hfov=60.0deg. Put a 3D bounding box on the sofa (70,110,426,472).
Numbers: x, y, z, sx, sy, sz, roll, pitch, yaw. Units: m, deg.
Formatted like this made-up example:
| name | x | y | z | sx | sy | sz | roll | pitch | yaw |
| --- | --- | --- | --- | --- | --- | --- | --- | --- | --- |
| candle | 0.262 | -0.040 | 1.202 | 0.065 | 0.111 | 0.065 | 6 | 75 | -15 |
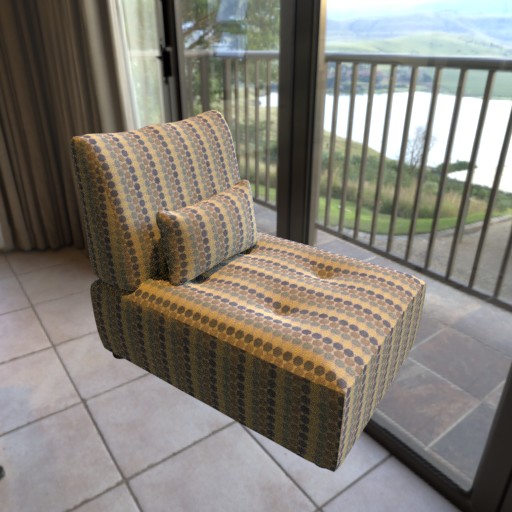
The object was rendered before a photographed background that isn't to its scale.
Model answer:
| name | x | y | z | sx | sy | sz | roll | pitch | yaw |
| --- | --- | --- | --- | --- | --- | --- | --- | --- | --- |
| sofa | 0.000 | 0.000 | 1.524 | 1.000 | 0.820 | 0.700 | 17 | 31 | 31 |
